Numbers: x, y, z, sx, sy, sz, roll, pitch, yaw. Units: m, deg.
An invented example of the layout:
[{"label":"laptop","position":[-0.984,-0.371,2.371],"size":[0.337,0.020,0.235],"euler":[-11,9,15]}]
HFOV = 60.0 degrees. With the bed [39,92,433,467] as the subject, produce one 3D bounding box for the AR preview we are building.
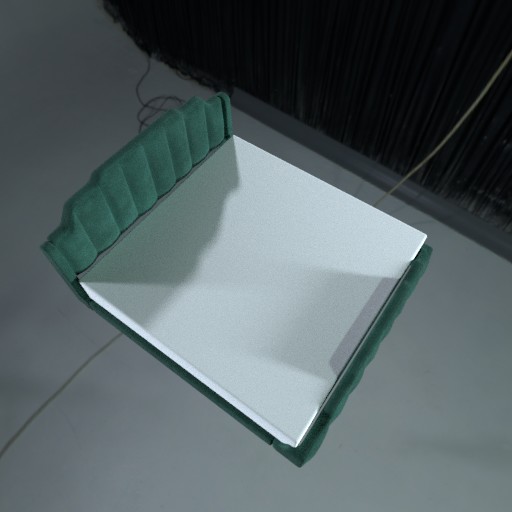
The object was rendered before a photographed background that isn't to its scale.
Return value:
[{"label":"bed","position":[0.000,0.000,3.558],"size":[2.340,1.245,2.074],"euler":[31,63,18]}]
